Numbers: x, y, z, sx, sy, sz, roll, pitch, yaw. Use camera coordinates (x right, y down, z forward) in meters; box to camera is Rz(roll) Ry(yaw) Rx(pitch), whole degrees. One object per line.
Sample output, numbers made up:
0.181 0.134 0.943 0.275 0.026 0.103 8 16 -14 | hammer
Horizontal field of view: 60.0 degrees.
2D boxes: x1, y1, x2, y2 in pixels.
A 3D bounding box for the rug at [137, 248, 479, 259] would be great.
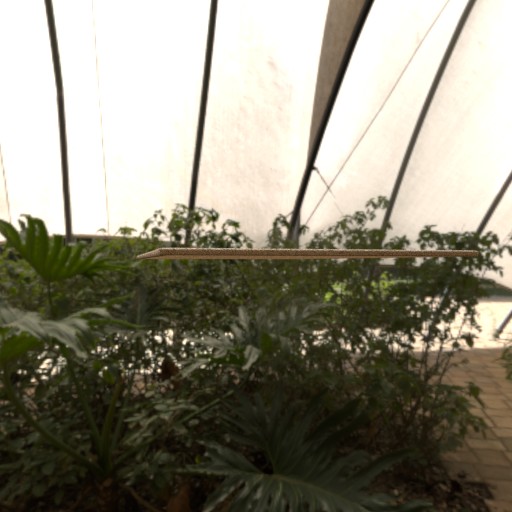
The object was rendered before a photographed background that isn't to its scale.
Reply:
0.000 0.000 3.081 1.524 0.030 2.438 0 -1 -17 | rug
